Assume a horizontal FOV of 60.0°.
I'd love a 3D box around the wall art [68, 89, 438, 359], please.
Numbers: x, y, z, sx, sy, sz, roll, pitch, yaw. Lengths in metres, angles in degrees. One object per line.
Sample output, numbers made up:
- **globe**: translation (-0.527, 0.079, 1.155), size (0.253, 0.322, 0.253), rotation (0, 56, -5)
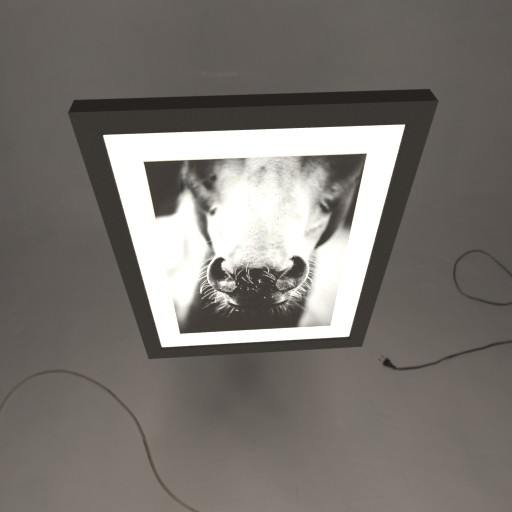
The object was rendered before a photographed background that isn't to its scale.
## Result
- **wall art**: translation (0.000, 0.000, 0.545), size (0.329, 0.404, 0.024), rotation (-3, 46, -3)
